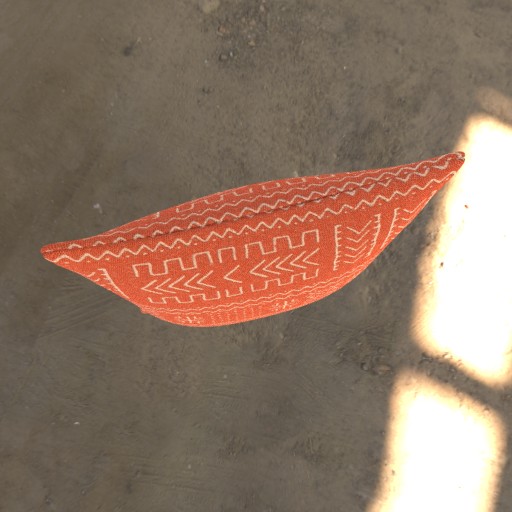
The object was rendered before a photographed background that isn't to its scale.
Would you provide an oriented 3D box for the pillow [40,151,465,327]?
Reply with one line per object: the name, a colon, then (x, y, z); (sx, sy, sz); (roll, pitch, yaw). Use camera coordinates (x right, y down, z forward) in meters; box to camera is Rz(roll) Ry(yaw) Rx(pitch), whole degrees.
pillow: (0.000, 0.000, 0.636); (0.438, 0.429, 0.164); (-13, 76, -3)
